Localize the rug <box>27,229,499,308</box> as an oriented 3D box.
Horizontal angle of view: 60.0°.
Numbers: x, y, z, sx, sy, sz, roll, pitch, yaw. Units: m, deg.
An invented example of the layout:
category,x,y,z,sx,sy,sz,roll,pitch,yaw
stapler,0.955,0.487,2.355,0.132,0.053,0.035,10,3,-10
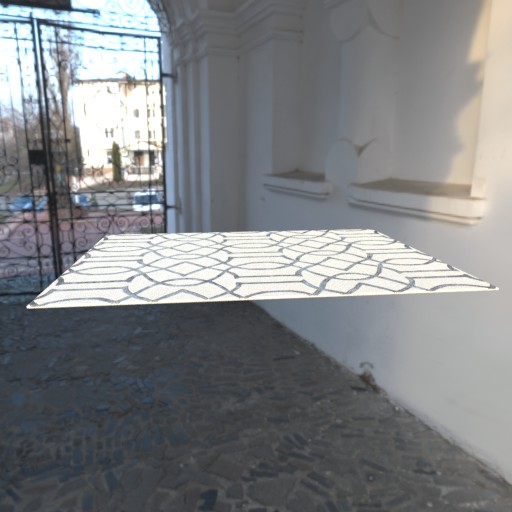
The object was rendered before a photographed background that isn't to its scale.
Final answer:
category,x,y,z,sx,sy,sz,roll,pitch,yaw
rug,0.000,0.000,3.759,2.910,0.021,2.211,-2,14,-7
